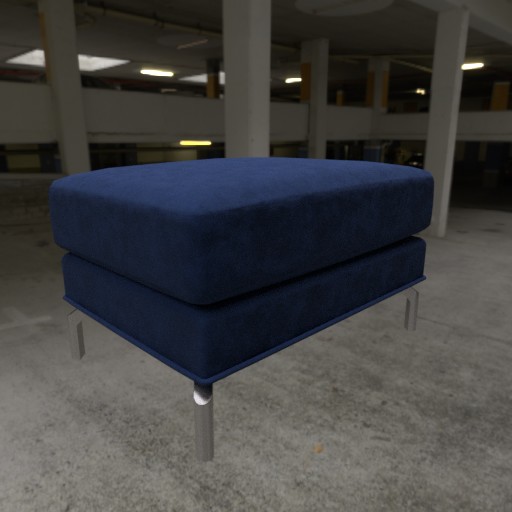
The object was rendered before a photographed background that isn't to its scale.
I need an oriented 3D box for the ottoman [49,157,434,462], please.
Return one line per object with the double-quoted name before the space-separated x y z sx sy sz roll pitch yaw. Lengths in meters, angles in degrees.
"ottoman" 0.000 0.000 1.177 0.835 0.498 0.587 -15 21 -43
